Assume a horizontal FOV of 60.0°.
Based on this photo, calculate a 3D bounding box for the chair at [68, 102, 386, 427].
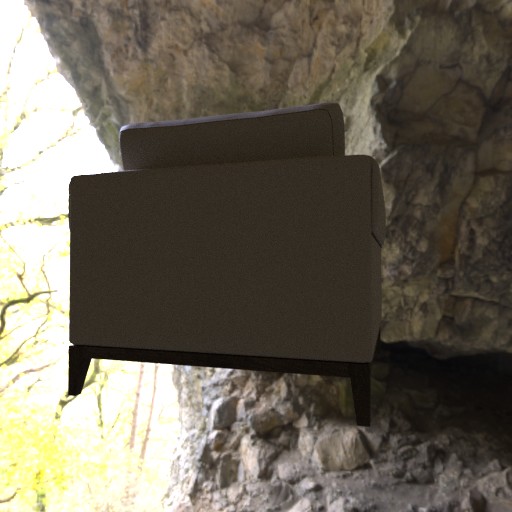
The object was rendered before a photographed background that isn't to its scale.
[{"bbox_3d":[0.000,0.000,1.647,0.914,0.838,0.959,0,-1,17],"label":"chair"}]
